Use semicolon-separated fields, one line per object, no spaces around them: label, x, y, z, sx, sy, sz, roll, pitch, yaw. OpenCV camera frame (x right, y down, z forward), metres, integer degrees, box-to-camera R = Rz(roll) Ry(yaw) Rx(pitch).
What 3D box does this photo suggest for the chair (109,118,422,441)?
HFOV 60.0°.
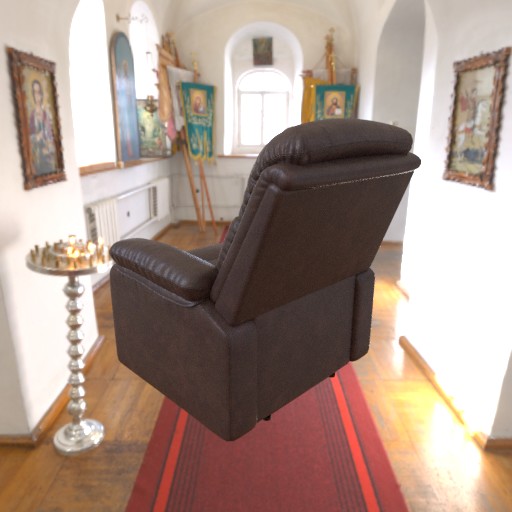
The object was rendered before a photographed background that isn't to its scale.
chair;0.000;0.000;1.674;0.855;0.992;0.919;-16;23;-42
